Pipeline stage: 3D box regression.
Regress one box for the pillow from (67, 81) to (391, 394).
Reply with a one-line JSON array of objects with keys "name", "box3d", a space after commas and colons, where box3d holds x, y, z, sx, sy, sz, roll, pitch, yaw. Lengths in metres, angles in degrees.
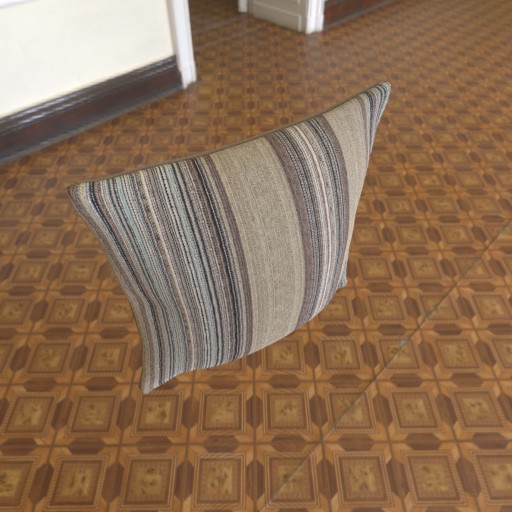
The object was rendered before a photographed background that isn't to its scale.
[{"name": "pillow", "box3d": [0.000, 0.000, 0.651, 0.435, 0.416, 0.189, -25, 51, -22]}]
